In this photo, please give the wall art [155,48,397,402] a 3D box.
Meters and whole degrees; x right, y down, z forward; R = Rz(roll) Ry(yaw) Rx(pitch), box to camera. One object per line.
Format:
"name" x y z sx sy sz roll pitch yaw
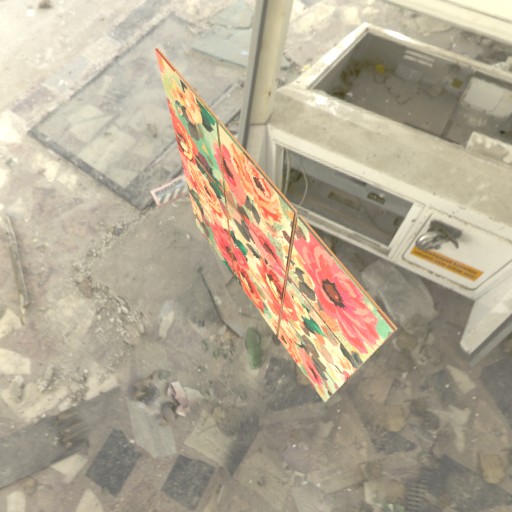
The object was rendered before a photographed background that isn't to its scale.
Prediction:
"wall art" 0.000 0.000 1.859 0.013 1.220 1.216 -32 68 -14
